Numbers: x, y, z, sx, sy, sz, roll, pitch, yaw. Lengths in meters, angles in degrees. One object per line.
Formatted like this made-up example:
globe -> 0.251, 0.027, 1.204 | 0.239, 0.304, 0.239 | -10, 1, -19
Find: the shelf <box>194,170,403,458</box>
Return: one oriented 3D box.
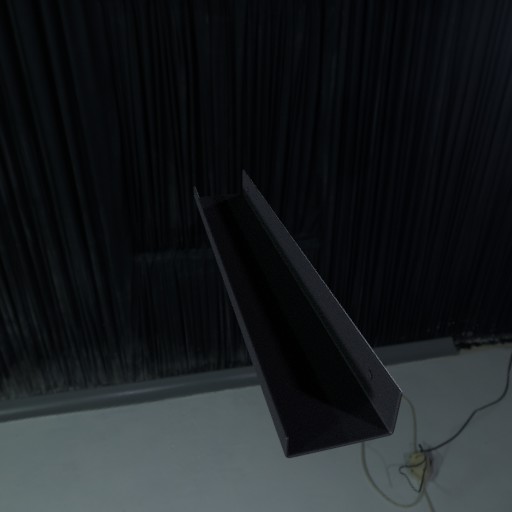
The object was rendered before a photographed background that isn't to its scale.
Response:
shelf -> 0.000, 0.000, 0.627 | 0.102, 0.053, 0.605 | -7, 30, -12
